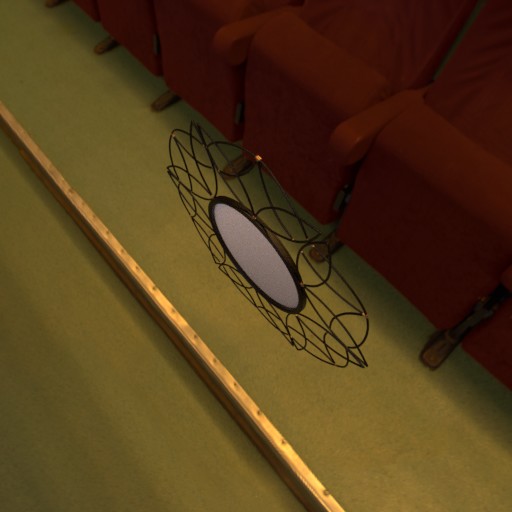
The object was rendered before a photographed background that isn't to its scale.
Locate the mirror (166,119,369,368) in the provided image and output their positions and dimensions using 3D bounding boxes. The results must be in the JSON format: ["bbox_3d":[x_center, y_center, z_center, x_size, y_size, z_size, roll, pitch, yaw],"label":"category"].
[{"bbox_3d":[0.000,0.000,1.190,0.028,0.775,0.797,-38,68,-18],"label":"mirror"}]
